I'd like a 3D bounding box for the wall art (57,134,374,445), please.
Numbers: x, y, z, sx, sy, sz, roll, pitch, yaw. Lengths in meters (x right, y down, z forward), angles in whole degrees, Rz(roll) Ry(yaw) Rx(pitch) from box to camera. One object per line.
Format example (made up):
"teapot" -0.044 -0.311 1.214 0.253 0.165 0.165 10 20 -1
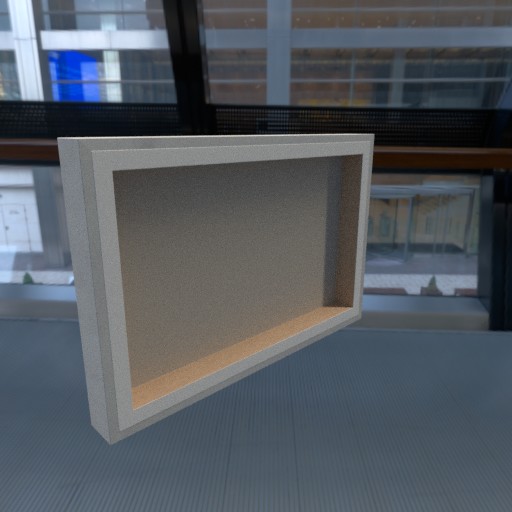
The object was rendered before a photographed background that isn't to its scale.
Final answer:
"wall art" 0.000 0.000 0.484 0.381 0.254 0.038 -15 22 -42
